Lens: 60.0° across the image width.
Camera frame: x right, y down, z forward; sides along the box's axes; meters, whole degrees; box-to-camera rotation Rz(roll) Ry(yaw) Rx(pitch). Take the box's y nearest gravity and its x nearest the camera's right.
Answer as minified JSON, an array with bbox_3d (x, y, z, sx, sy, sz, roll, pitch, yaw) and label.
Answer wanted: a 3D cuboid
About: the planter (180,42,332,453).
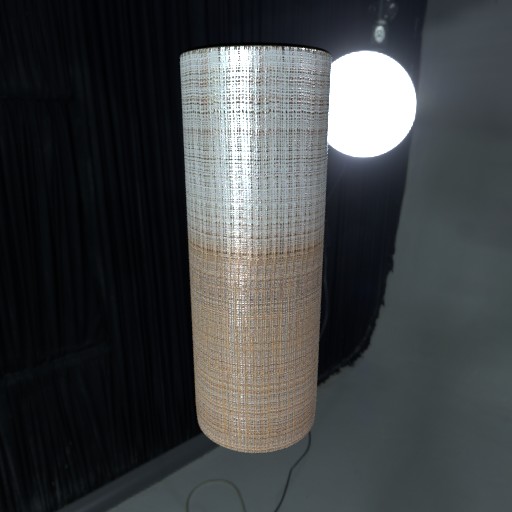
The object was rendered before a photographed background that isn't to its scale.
[{"bbox_3d":[0.000,0.000,0.332,0.099,0.278,0.099,-16,23,-41],"label":"planter"}]
